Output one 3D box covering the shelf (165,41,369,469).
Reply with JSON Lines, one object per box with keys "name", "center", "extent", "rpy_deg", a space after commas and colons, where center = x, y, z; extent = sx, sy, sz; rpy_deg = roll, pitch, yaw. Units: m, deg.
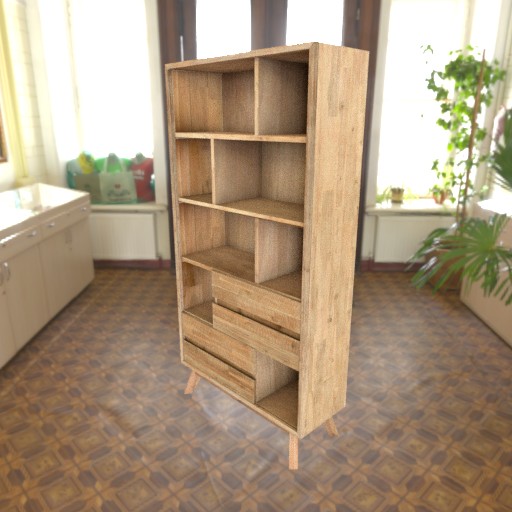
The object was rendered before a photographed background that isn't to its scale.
{"name": "shelf", "center": [0.000, 0.000, 1.792], "extent": [0.308, 1.471, 0.748], "rpy_deg": [-16, 23, -42]}
